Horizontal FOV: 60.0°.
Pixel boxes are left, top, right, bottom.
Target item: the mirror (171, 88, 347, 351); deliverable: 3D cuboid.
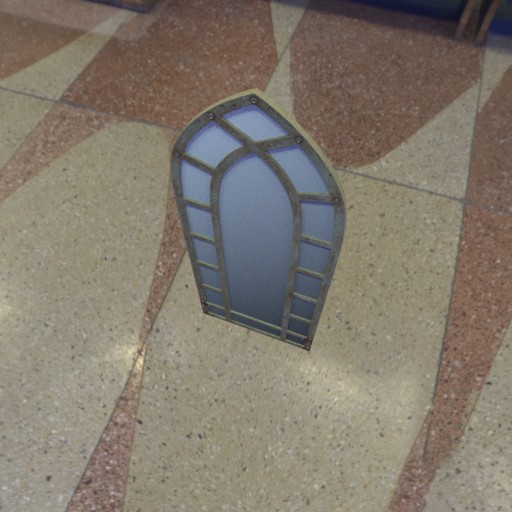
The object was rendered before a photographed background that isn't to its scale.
[{"bbox_3d":[0.000,0.000,1.309,0.464,1.175,0.025,18,61,10],"label":"mirror"}]
